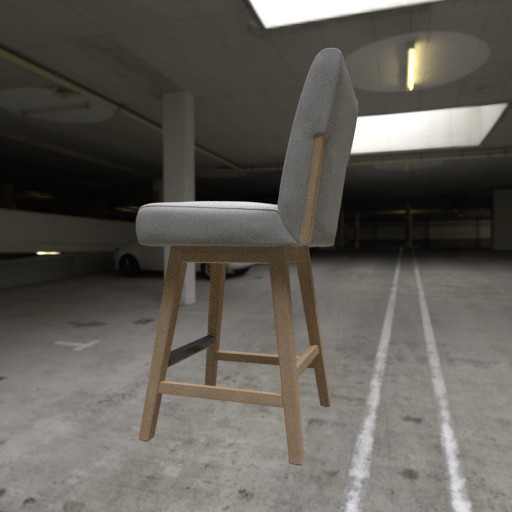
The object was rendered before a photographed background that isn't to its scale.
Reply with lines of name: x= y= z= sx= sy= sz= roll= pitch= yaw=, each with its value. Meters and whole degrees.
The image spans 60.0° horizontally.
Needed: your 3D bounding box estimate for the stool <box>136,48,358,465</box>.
stool: x=0.000 y=0.000 z=1.431 sx=0.606 sy=1.085 sz=0.507 roll=0 pitch=1 yaw=19
